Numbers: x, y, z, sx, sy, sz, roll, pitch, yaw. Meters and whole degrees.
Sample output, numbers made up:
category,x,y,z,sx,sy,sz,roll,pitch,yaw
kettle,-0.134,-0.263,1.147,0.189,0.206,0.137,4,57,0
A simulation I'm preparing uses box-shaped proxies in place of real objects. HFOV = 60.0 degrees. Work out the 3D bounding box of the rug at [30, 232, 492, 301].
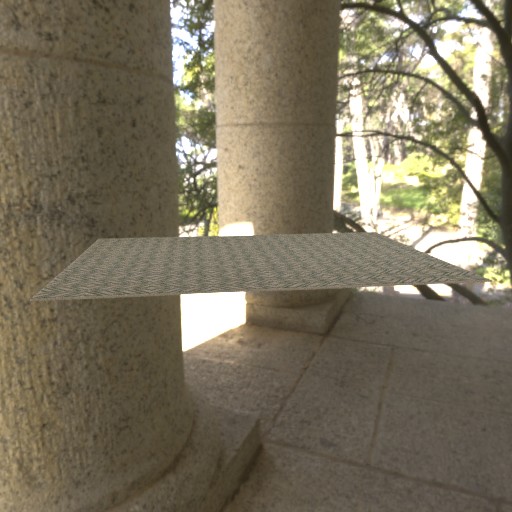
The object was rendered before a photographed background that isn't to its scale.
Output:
category,x,y,z,sx,sy,sz,roll,pitch,yaw
rug,0.000,0.000,2.318,1.828,0.007,1.220,-2,13,-8
